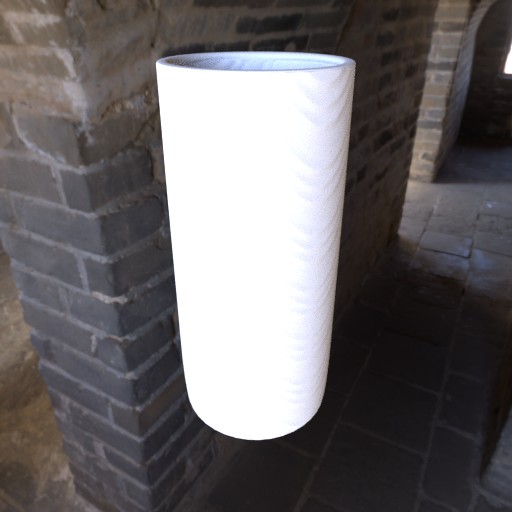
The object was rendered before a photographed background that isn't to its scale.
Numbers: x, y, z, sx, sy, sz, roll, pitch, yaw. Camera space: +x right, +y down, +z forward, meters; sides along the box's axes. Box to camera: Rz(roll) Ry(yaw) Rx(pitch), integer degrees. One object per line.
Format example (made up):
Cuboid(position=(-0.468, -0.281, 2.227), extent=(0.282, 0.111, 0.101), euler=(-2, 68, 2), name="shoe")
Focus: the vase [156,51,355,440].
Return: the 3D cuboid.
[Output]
Cuboid(position=(0.000, 0.000, 0.387), extent=(0.143, 0.316, 0.143), euler=(0, 29, 0), name="vase")
